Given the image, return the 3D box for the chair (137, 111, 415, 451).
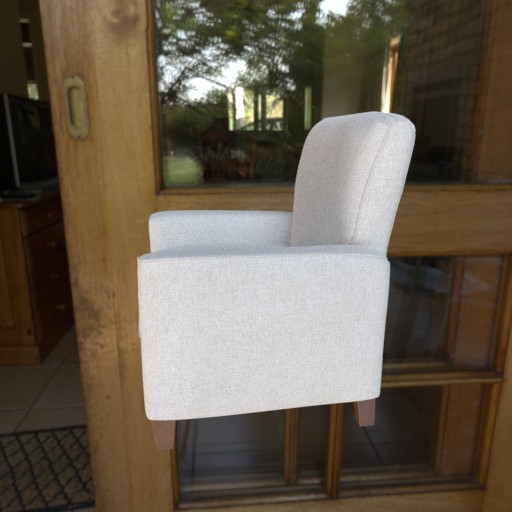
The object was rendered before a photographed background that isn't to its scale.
[{"bbox_3d":[0.000,0.000,1.669,0.859,1.023,0.845,-3,15,-10],"label":"chair"}]
